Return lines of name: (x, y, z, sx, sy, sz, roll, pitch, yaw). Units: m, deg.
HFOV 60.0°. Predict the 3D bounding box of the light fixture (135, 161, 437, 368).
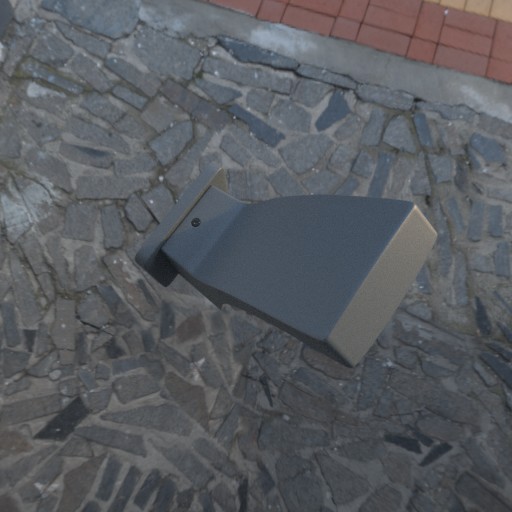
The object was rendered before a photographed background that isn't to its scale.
light fixture: (0.000, 0.000, 0.329, 0.174, 0.243, 0.108, 35, 78, 9)
